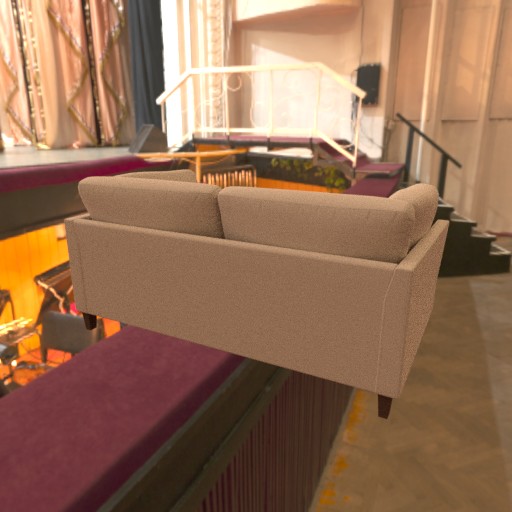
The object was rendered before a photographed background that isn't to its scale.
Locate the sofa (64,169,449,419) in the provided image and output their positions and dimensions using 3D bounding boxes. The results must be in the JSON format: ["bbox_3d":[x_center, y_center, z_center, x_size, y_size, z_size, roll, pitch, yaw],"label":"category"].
[{"bbox_3d":[0.000,0.000,2.353,1.776,0.836,0.970,9,19,27],"label":"sofa"}]
